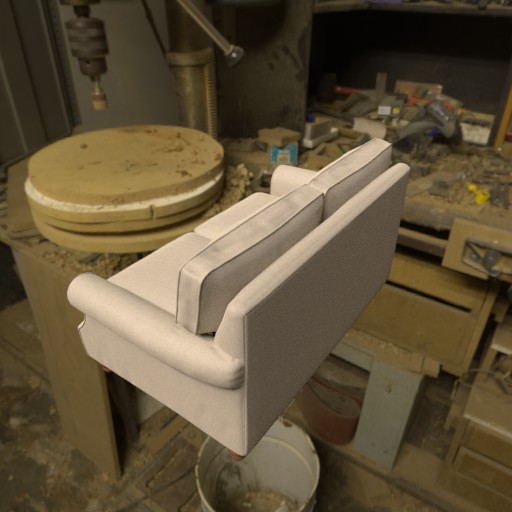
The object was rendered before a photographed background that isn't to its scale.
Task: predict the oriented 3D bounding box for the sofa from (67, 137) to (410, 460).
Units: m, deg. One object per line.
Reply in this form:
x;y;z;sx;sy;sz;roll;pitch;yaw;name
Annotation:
0.000;0.000;2.223;0.964;0.937;1.665;21;38;29;sofa
